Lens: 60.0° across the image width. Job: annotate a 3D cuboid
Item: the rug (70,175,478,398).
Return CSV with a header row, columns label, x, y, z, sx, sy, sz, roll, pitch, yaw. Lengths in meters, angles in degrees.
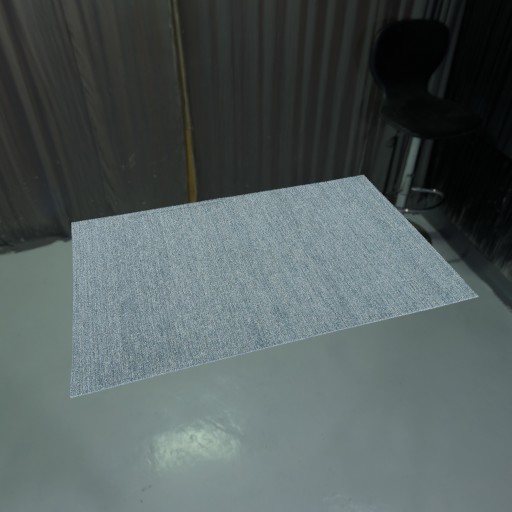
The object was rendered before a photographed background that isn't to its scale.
label,x,y,z,sx,sy,sz,roll,pitch,yaw
rug,0.000,0.000,2.312,1.853,0.022,1.174,-11,42,-13
